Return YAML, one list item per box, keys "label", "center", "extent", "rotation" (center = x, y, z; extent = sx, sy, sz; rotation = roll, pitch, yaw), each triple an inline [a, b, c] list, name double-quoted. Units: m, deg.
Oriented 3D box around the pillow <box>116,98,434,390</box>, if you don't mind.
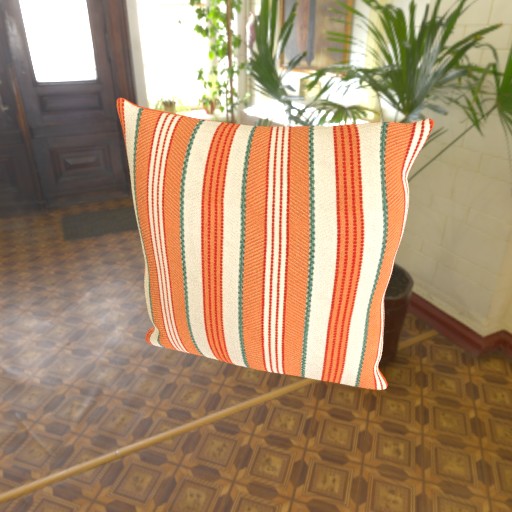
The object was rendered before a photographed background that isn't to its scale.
- label: "pillow"
  center: [0.000, 0.000, 0.674]
  extent: [0.440, 0.441, 0.182]
  rotation: [8, 28, 15]
